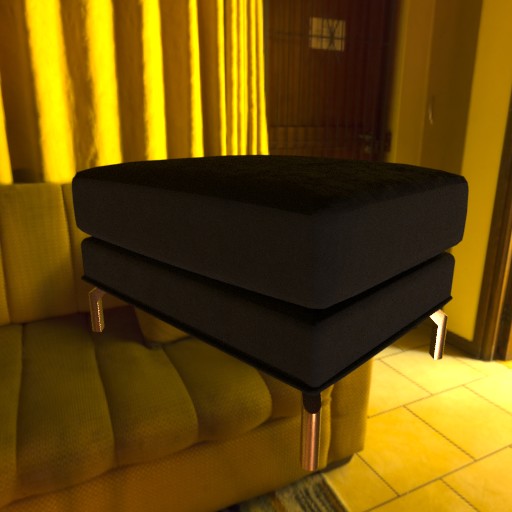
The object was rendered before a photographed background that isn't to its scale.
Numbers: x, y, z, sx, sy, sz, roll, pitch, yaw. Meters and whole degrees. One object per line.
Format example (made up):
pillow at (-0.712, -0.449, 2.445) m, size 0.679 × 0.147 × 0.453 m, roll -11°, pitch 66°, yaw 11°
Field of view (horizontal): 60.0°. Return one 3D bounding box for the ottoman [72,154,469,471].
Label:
ottoman at (0.000, 0.000, 1.151) m, size 0.835 × 0.498 × 0.587 m, roll 15°, pitch 22°, yaw 42°
